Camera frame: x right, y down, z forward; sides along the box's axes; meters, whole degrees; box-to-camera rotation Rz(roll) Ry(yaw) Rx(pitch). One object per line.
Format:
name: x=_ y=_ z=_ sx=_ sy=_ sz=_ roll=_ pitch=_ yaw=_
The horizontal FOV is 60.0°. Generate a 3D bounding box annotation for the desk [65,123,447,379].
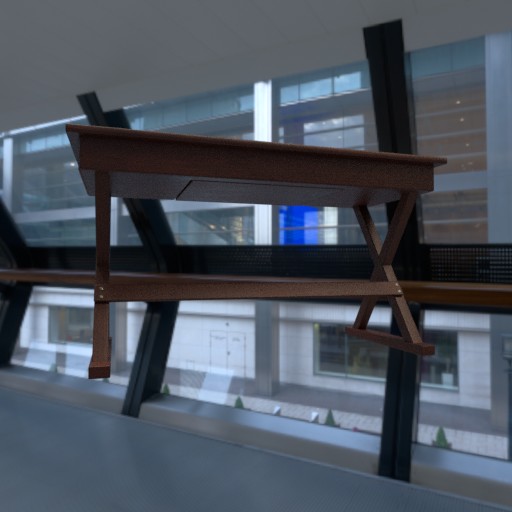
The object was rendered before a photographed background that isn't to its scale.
desk: x=0.000 y=0.000 z=1.793 sx=1.372 sy=0.761 sz=0.600 roll=0 pitch=-2 yaw=-18
